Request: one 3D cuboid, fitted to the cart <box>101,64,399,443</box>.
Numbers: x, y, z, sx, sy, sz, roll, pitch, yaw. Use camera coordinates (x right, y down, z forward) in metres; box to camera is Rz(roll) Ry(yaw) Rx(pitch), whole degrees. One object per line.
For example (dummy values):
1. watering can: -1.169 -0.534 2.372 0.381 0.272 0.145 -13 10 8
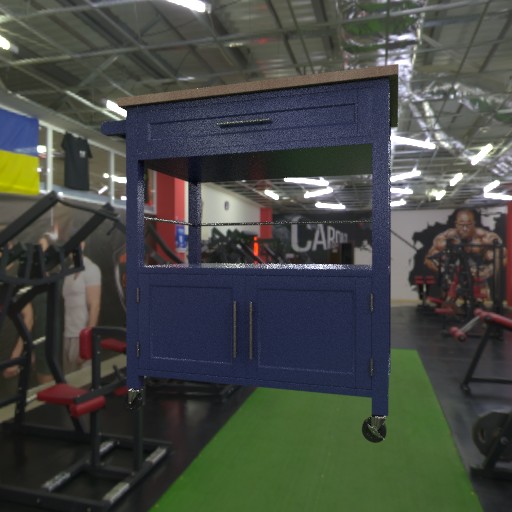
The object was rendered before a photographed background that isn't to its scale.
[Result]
1. cart: 0.000 0.000 1.378 0.840 0.901 0.459 0 0 18
